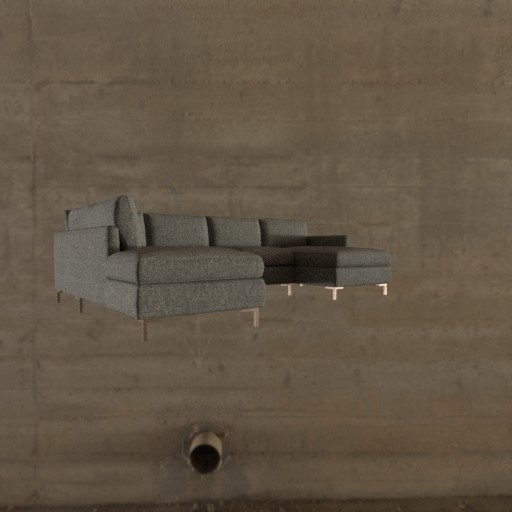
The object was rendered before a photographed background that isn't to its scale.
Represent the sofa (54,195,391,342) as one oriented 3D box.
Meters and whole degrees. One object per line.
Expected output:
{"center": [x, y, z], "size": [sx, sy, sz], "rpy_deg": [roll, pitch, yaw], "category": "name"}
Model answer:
{"center": [0.000, 0.000, 3.608], "size": [2.737, 0.756, 1.879], "rpy_deg": [-1, 1, -36], "category": "sofa"}
